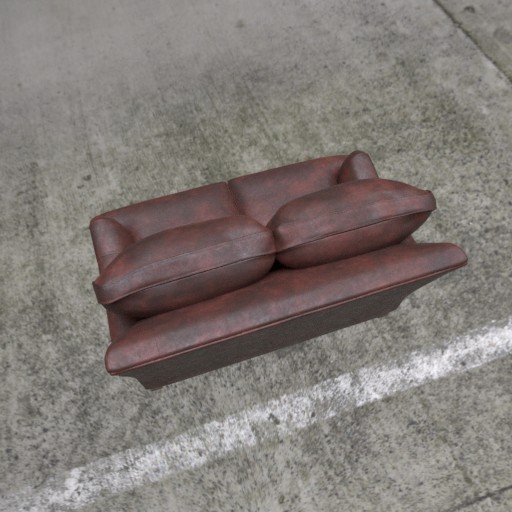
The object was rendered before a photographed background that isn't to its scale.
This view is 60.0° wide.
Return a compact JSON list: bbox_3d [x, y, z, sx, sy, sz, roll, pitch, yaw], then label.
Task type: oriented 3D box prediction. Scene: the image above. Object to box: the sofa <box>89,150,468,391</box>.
[{"bbox_3d":[0.000,0.000,2.373,1.628,1.070,1.148,-16,60,-9],"label":"sofa"}]
